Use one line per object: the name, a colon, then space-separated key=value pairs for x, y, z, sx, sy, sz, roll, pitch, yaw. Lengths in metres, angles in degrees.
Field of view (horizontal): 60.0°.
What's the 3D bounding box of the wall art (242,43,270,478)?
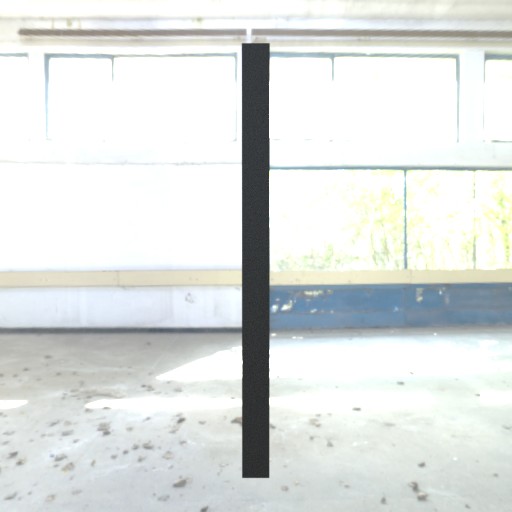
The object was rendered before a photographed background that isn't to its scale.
wall art: x=0.000 y=0.000 z=0.744 sx=0.029 sy=0.457 sz=0.558 roll=0 pitch=2 yaw=0
